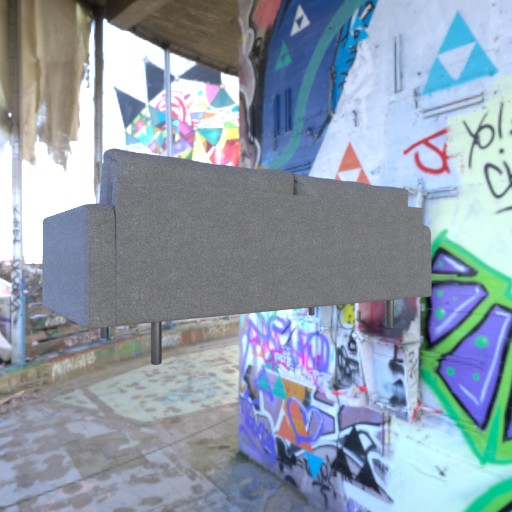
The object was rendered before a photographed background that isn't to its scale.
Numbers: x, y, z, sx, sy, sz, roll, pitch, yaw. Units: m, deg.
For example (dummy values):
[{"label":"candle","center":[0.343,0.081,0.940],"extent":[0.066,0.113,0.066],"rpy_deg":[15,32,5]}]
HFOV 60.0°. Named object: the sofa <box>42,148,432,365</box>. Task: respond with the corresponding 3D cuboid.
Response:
[{"label":"sofa","center":[0.000,0.000,2.532],"extent":[2.100,0.880,0.880],"rpy_deg":[0,0,-36]}]
